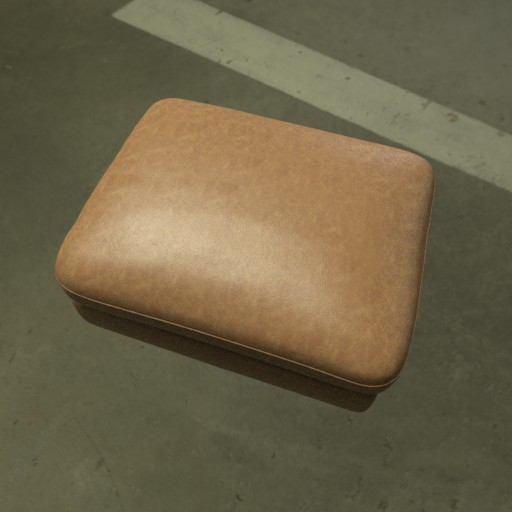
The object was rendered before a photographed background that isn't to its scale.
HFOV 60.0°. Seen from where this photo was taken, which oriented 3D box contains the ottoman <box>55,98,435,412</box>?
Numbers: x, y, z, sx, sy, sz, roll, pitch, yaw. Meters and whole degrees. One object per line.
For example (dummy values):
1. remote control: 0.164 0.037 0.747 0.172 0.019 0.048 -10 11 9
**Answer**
1. ottoman: 0.000 0.000 1.122 0.747 0.478 0.593 15 60 9
